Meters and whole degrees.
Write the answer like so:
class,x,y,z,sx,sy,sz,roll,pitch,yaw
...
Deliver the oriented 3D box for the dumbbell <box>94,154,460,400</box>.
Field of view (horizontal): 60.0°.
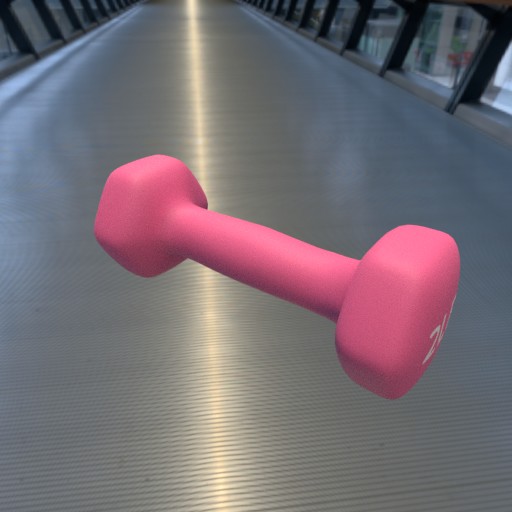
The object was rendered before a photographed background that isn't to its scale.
class,x,y,z,sx,sy,sz,roll,pitch,yaw
dumbbell,0.000,0.000,0.176,0.146,0.053,0.058,21,37,31
